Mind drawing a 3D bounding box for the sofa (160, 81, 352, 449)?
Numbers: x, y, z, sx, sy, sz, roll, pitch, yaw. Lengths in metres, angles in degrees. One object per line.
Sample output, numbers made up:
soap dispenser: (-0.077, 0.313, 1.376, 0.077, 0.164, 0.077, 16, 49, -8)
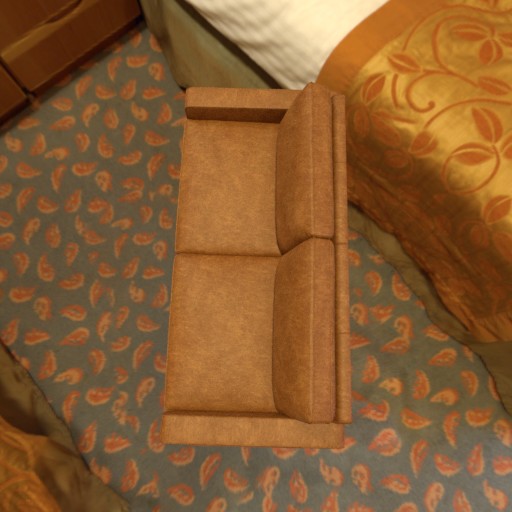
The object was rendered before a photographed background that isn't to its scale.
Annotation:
sofa: (0.000, 0.000, 2.675, 0.991, 0.928, 2.156, 2, 76, 0)
